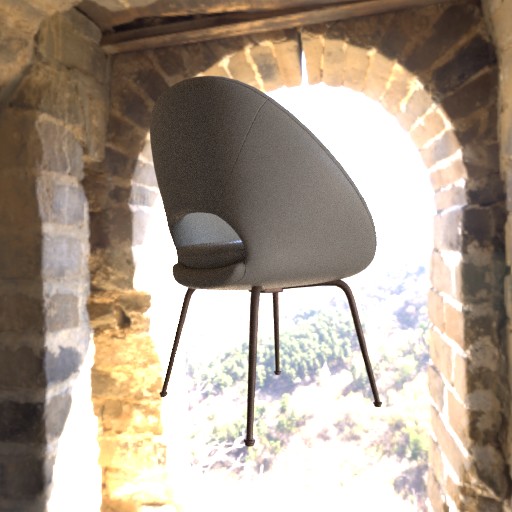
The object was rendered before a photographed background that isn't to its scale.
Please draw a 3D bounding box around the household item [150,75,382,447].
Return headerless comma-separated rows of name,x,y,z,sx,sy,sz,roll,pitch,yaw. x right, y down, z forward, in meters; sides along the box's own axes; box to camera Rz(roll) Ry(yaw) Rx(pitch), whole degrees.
household item,0.000,0.000,1.273,0.573,0.852,0.623,1,-1,-37
